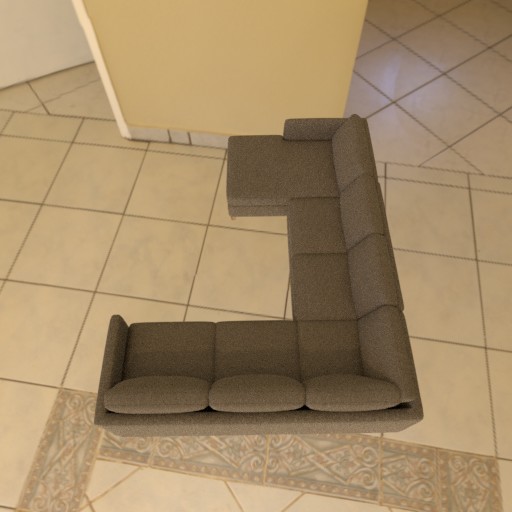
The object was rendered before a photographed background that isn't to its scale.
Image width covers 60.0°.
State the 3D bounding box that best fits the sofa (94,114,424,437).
[{"bbox_3d":[0.000,0.000,4.367,2.551,0.853,3.238,-1,60,0],"label":"sofa"}]
